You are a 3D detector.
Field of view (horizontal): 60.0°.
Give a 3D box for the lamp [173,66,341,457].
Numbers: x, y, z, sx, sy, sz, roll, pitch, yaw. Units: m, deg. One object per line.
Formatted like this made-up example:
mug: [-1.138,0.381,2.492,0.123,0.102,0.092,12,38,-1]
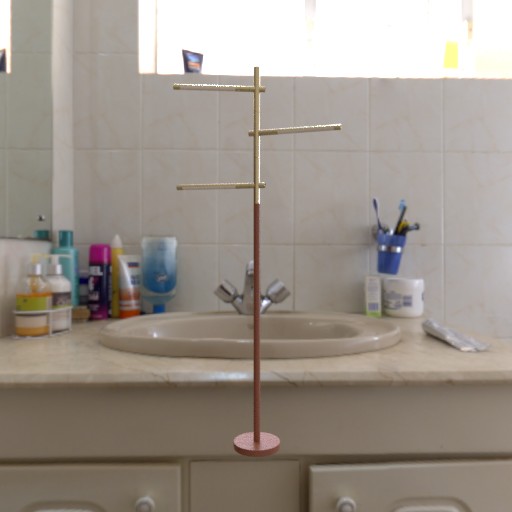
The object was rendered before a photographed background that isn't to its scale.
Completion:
lamp: [0.000,0.000,1.991,0.737,1.704,0.209,0,-1,1]
